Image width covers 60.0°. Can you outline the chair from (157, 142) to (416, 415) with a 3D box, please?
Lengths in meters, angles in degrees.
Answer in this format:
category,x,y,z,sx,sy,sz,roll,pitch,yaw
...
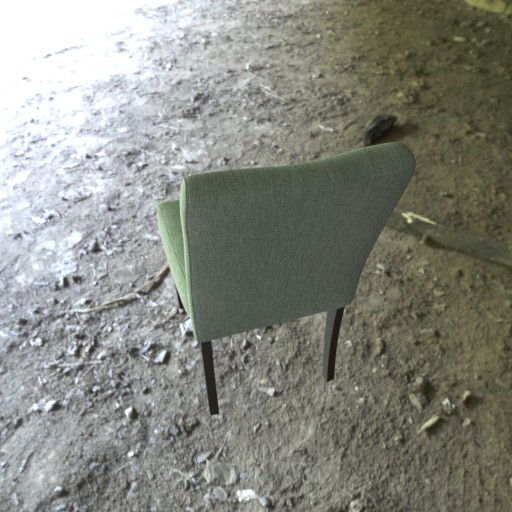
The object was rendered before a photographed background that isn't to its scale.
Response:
category,x,y,z,sx,sy,sz,roll,pitch,yaw
chair,0.000,0.000,1.262,0.487,0.884,0.629,-12,43,-13
